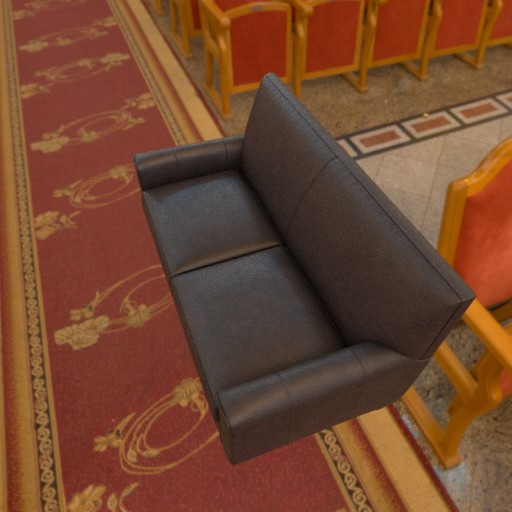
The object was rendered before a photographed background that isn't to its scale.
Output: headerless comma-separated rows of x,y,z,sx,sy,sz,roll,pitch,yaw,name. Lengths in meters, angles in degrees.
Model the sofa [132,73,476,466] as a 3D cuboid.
0.000,0.000,1.939,0.787,0.871,1.473,-16,50,-14,sofa
